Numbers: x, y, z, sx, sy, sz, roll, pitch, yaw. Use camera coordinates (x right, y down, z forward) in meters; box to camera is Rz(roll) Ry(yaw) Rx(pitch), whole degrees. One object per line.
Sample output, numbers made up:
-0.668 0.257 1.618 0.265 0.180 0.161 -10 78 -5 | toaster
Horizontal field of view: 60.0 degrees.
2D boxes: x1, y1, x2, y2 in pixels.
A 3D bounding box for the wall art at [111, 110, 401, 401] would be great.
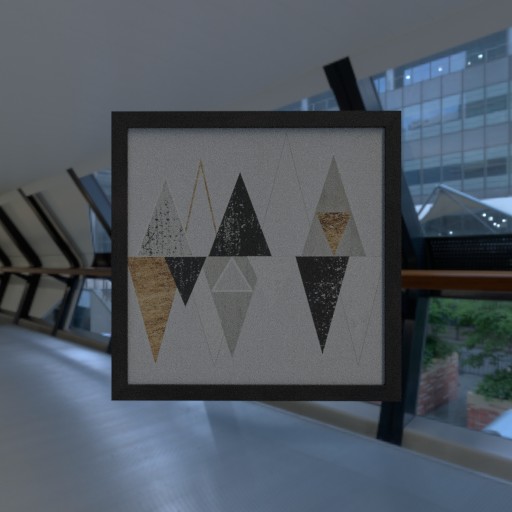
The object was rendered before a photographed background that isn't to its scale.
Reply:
0.000 0.000 1.265 0.823 0.823 0.013 0 0 0 | wall art
